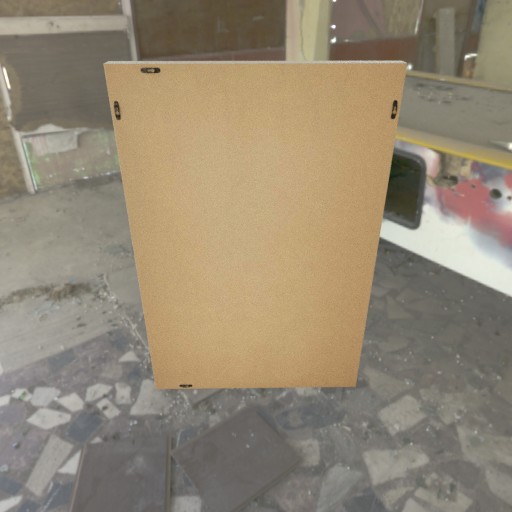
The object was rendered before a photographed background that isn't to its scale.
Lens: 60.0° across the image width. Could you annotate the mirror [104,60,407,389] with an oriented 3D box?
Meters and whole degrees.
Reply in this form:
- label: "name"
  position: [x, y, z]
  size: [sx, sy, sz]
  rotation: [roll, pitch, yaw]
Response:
- label: "mirror"
  position: [0.000, 0.000, 1.133]
  size: [0.609, 0.914, 0.041]
  rotation: [0, 30, -1]
